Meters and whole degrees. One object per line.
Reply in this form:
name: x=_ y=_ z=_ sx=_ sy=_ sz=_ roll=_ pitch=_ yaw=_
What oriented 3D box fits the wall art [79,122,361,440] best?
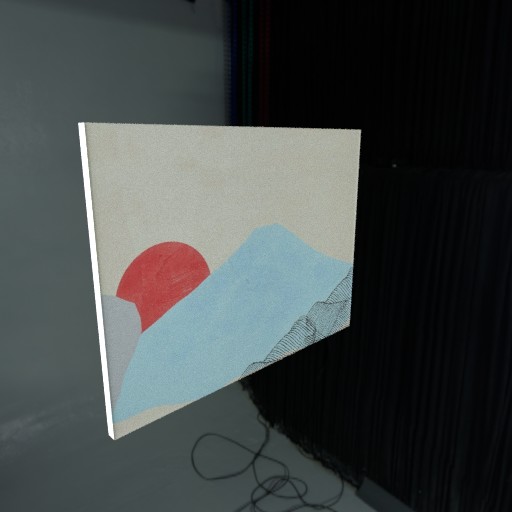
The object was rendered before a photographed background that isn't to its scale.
wall art: x=0.000 y=0.000 z=1.635 sx=1.219 sy=0.912 sz=0.042 roll=-14 pitch=20 yaw=-42
